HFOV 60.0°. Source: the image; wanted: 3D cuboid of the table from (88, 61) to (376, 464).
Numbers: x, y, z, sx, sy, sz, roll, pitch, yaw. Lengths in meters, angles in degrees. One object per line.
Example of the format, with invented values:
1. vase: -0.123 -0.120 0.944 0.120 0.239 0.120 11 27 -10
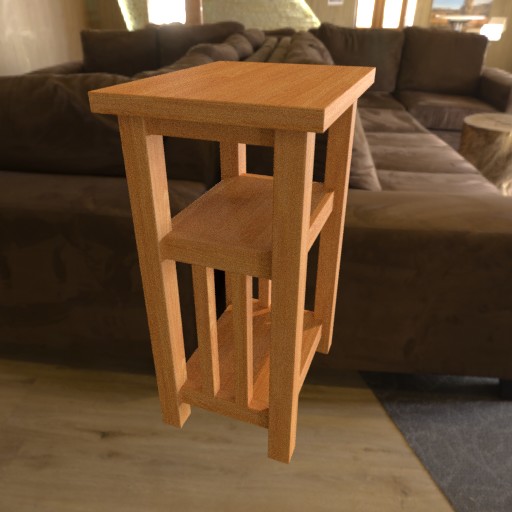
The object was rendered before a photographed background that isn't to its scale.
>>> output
1. table: 0.000 0.000 0.730 0.270 0.550 0.350 11 31 18
